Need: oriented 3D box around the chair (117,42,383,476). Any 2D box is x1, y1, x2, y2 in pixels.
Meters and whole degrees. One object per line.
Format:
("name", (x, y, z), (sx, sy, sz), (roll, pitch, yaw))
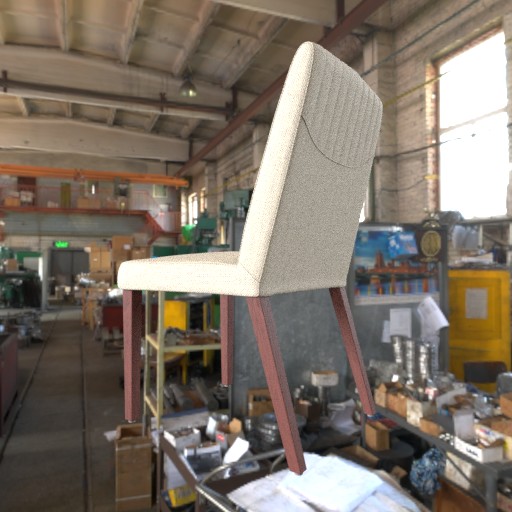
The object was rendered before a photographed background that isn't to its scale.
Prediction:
("chair", (0.000, 0.000, 1.227), (0.594, 0.900, 0.480), (0, -1, 35))
